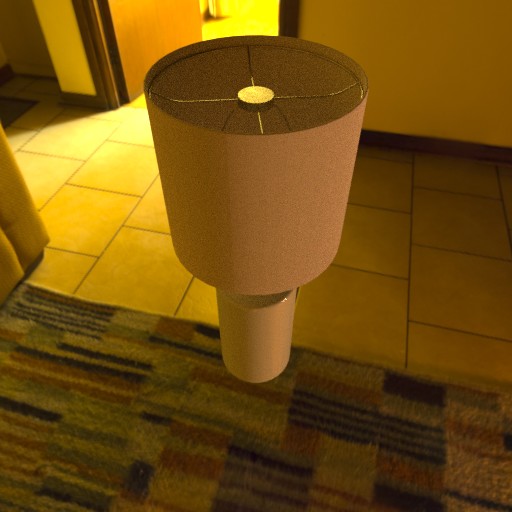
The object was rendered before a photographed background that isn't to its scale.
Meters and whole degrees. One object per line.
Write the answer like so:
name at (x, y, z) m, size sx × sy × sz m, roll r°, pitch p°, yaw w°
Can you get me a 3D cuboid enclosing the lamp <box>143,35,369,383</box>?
lamp at (0.000, 0.000, 0.599) m, size 0.212 × 0.493 × 0.212 m, roll -4°, pitch 46°, yaw -4°
